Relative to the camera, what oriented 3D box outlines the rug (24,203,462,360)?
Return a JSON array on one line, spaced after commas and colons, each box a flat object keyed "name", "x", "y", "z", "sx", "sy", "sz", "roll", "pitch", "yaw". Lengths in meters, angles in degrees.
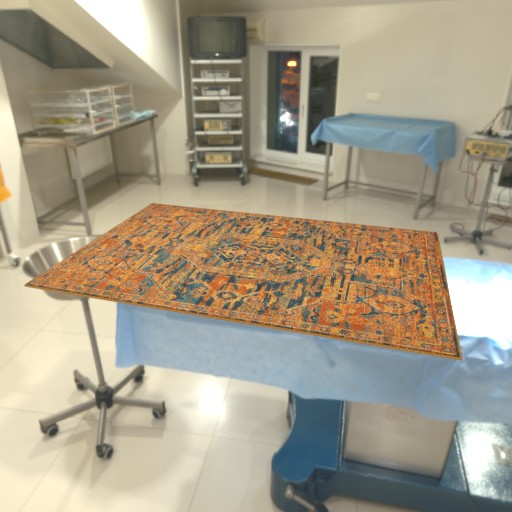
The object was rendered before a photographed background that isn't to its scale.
[{"name": "rug", "x": 0.000, "y": 0.000, "z": 1.069, "sx": 0.863, "sy": 0.008, "sz": 0.557, "roll": 7, "pitch": 27, "yaw": 15}]
